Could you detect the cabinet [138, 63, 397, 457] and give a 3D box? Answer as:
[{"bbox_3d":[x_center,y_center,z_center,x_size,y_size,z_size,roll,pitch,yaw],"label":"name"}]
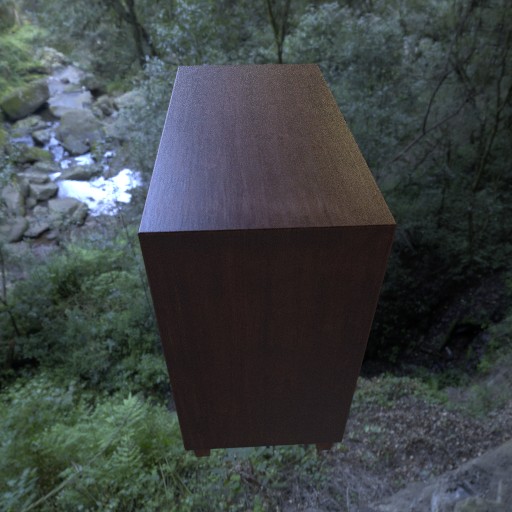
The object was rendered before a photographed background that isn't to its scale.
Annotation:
[{"bbox_3d":[0.000,0.000,1.240,0.412,0.785,0.796,-2,40,-2],"label":"cabinet"}]
